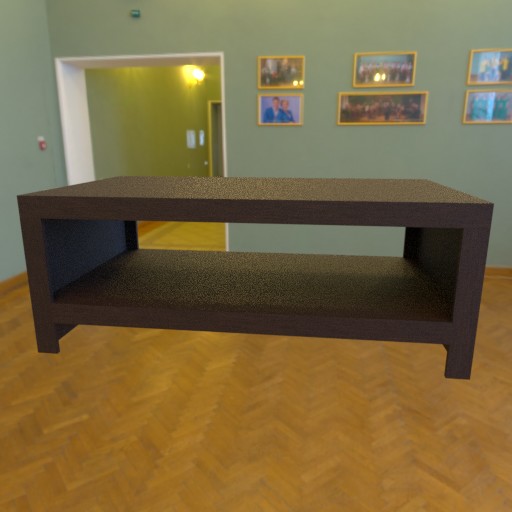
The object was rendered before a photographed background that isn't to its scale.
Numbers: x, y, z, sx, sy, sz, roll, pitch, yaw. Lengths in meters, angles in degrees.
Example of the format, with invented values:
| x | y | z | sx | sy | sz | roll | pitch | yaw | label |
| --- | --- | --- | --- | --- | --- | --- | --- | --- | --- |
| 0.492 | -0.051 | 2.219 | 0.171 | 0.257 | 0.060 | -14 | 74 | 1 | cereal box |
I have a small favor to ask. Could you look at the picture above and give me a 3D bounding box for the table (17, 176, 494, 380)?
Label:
| x | y | z | sx | sy | sz | roll | pitch | yaw | label |
| --- | --- | --- | --- | --- | --- | --- | --- | --- | --- |
| 0.000 | 0.000 | 1.352 | 1.099 | 0.424 | 0.597 | 2 | 15 | 7 | table |
